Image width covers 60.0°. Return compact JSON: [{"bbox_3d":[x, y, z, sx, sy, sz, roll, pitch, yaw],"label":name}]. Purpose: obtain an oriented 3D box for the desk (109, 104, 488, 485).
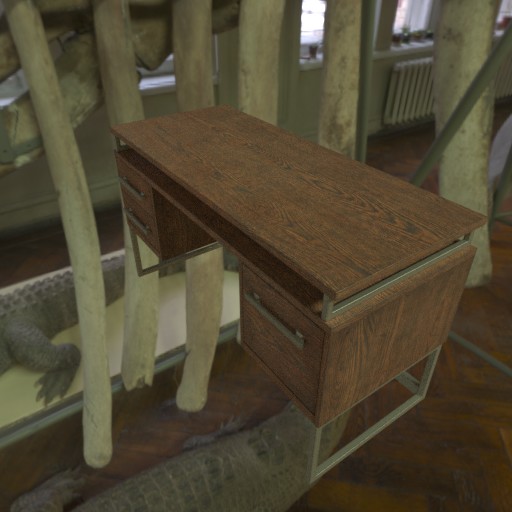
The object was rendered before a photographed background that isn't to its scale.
[{"bbox_3d":[0.000,0.000,1.782,0.610,0.792,1.384,-22,40,-29],"label":"desk"}]
